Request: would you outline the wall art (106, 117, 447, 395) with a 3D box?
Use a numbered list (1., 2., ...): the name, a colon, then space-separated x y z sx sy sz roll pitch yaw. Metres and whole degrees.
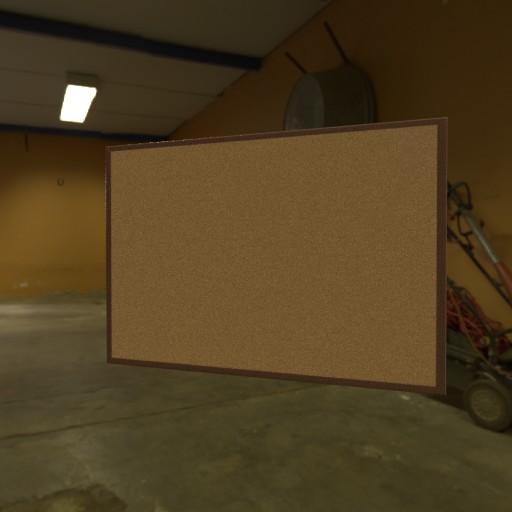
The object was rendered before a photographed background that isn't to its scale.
1. wall art: 0.000 0.000 0.833 0.660 0.455 0.014 0 1 18
